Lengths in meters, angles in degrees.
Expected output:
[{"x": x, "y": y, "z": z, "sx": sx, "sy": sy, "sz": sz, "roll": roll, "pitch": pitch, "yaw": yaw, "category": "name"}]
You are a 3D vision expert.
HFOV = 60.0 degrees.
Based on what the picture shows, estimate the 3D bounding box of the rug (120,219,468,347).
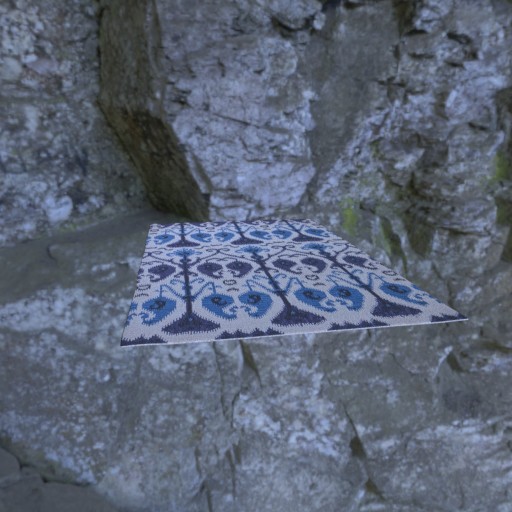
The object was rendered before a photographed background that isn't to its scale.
[{"x": 0.000, "y": 0.000, "z": 2.116, "sx": 1.072, "sy": 0.013, "sz": 1.698, "roll": -3, "pitch": 16, "yaw": -10, "category": "rug"}]
